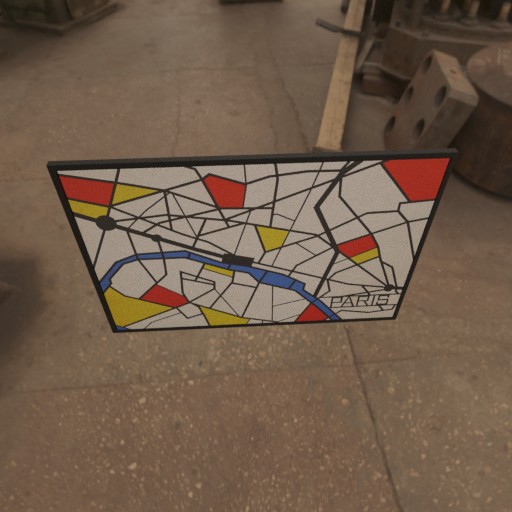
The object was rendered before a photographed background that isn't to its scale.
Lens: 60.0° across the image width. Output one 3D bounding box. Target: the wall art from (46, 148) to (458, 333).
[{"bbox_3d":[0.000,0.000,0.881,0.664,0.458,0.013,-2,45,-2],"label":"wall art"}]
